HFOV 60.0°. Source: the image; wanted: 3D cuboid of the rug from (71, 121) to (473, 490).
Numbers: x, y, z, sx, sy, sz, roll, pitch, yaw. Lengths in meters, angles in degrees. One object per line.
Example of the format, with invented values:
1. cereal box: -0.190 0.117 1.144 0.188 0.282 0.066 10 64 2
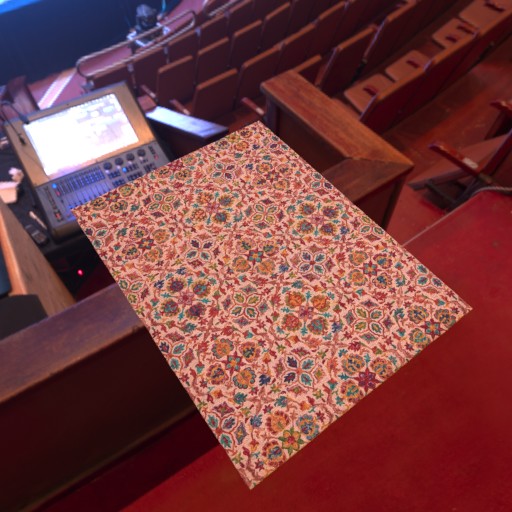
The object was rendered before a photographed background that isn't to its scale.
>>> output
1. rug: 0.000 0.000 4.280 2.446 0.020 3.215 -31 61 -20
